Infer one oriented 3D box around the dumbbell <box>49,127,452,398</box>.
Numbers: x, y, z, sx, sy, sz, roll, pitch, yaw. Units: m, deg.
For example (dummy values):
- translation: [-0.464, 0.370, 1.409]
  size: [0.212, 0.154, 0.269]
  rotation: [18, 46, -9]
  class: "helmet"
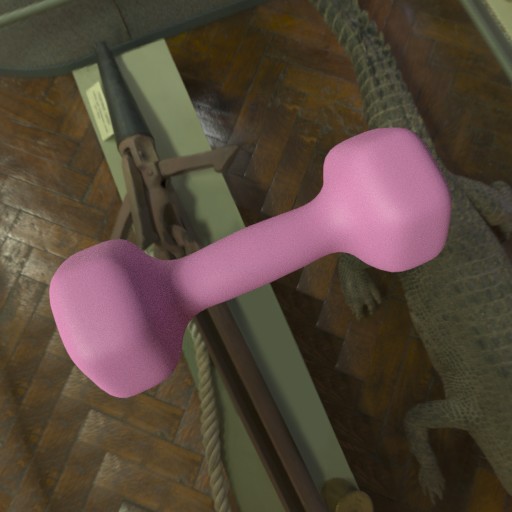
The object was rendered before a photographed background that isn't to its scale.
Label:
- translation: [0.000, 0.000, 0.185]
  size: [0.159, 0.058, 0.064]
  rotation: [-23, 78, -5]
  class: "dumbbell"
